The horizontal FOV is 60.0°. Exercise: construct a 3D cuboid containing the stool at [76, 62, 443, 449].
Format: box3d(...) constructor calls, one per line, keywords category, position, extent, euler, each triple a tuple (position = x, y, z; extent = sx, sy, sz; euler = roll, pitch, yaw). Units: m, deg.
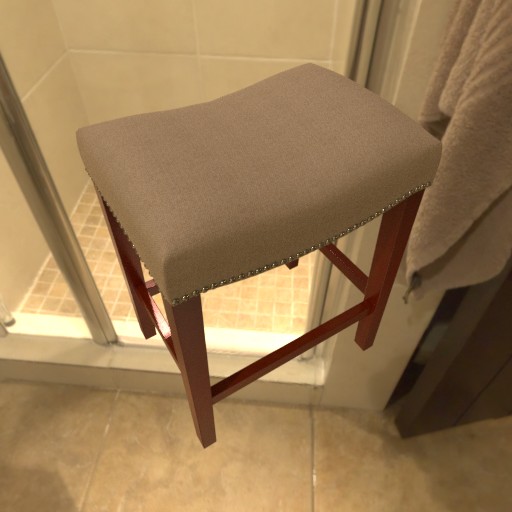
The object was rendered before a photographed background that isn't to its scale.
box3d(category="stool", position=(0.000, 0.000, 0.940), extent=(0.509, 0.632, 0.375), euler=(-25, 52, -21))
